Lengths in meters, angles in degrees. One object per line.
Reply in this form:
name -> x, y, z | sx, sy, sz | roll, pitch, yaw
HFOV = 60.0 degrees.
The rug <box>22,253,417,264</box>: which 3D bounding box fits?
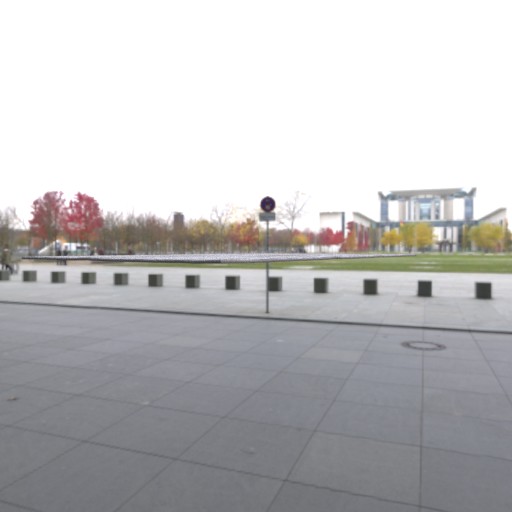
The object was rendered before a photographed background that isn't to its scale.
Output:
rug -> 0.000, 0.000, 1.071 | 0.515, 0.007, 0.867 | 1, 1, 36
